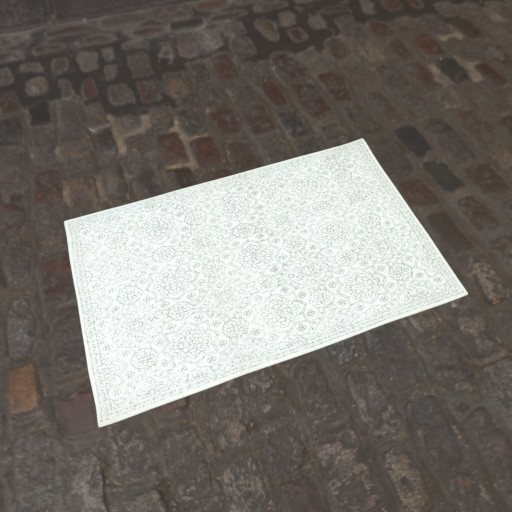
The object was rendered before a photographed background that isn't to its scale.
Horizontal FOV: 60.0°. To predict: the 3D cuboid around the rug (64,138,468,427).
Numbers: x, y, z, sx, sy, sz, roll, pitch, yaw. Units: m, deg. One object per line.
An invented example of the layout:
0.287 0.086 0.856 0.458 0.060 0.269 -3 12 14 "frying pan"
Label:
0.000 0.000 3.066 2.434 0.023 1.518 -17 60 -10 "rug"
